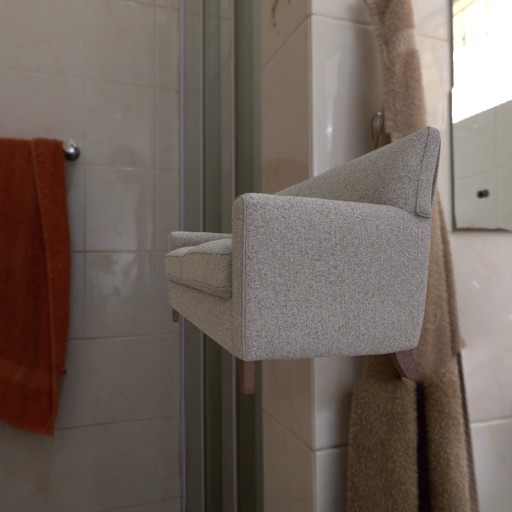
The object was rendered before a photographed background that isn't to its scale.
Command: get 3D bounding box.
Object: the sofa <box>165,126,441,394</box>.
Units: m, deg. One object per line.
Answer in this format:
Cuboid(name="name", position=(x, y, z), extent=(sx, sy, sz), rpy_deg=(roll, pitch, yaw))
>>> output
Cuboid(name="sofa", position=(0.000, 0.000, 2.460), extent=(0.854, 0.942, 2.026), rpy_deg=(0, -1, -18))
